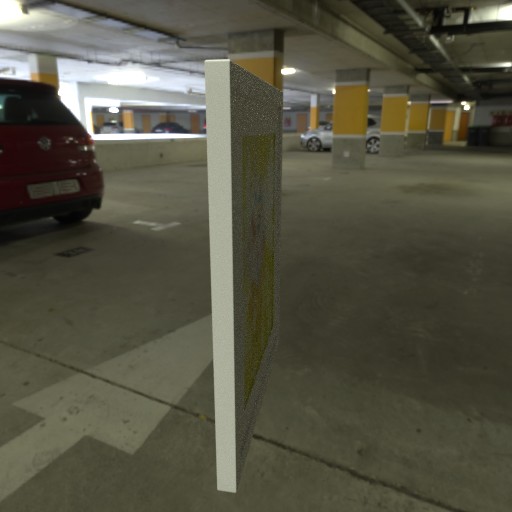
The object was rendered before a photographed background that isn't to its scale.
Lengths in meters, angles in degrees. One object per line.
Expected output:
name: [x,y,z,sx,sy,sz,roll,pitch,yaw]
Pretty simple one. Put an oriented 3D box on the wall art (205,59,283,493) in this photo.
wall art: [0.000,0.000,0.754,0.028,0.556,0.454,3,16,10]
